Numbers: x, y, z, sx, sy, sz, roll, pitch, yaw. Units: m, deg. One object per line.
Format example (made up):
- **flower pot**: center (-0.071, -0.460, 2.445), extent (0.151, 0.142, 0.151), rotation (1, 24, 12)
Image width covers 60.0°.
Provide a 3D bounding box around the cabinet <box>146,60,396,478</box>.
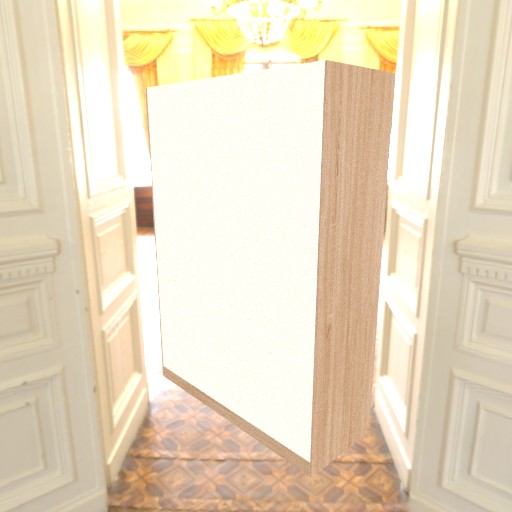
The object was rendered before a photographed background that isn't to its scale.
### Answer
- **cabinet**: center (0.000, 0.000, 2.873), extent (0.590, 2.120, 1.500), rotation (-14, 20, -42)
